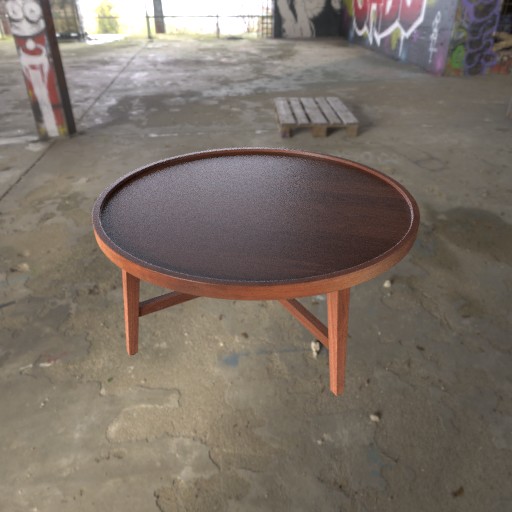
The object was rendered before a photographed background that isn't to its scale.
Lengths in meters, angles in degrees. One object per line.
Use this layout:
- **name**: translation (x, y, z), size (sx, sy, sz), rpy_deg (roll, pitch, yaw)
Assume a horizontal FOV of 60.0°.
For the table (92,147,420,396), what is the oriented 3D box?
- **table**: translation (0.000, 0.000, 1.226), size (0.800, 0.360, 0.800), rpy_deg (0, 31, 0)
